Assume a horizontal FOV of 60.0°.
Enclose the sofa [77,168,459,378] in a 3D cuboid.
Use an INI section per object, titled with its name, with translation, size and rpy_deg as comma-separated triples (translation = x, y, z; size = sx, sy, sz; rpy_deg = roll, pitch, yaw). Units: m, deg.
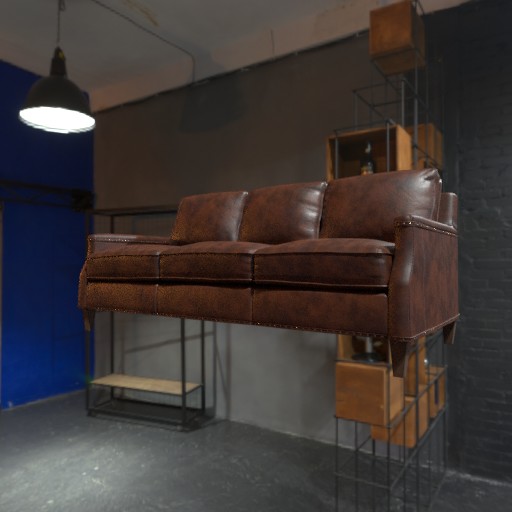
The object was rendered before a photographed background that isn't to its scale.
[sofa]
translation = 0.000, 0.000, 2.794
size = 2.240, 1.003, 1.084
rpy_deg = -1, -1, 35
